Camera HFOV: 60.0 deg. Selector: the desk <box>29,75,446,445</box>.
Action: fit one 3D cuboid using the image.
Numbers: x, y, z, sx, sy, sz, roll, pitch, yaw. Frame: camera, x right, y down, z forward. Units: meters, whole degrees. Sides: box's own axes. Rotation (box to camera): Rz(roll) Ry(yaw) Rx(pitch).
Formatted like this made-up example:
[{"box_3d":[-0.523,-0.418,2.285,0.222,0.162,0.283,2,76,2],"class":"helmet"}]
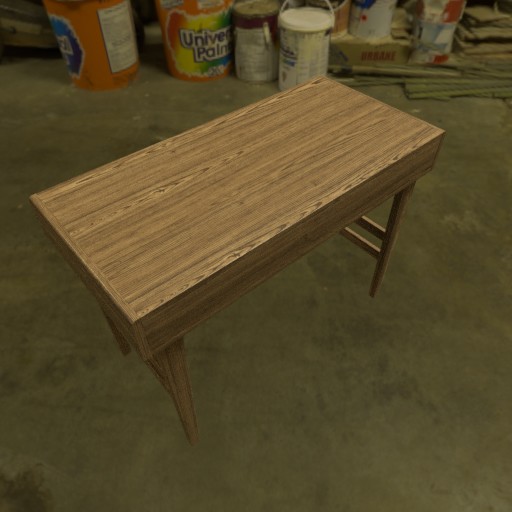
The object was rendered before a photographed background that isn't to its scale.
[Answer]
[{"box_3d":[0.000,0.000,1.482,1.067,0.755,0.508,-32,54,-27],"class":"desk"}]
